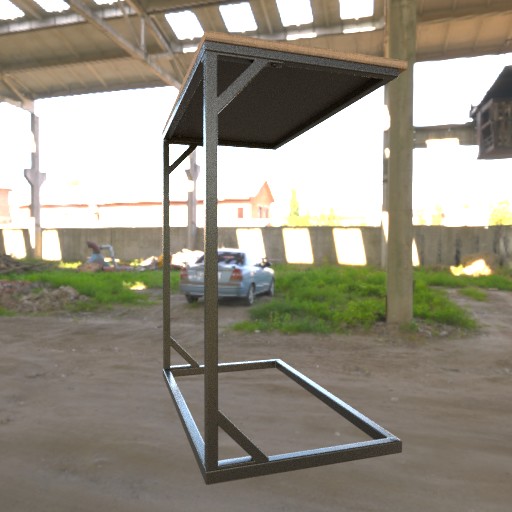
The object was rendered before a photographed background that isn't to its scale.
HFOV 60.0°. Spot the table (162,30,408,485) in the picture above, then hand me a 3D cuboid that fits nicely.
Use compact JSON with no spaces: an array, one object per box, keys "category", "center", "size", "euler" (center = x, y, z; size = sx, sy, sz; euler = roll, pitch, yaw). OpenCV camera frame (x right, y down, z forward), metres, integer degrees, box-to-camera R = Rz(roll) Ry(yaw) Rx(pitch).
[{"category":"table","center":[0.000,0.000,0.992],"size":[0.351,0.673,0.597],"euler":[0,1,-18]}]
